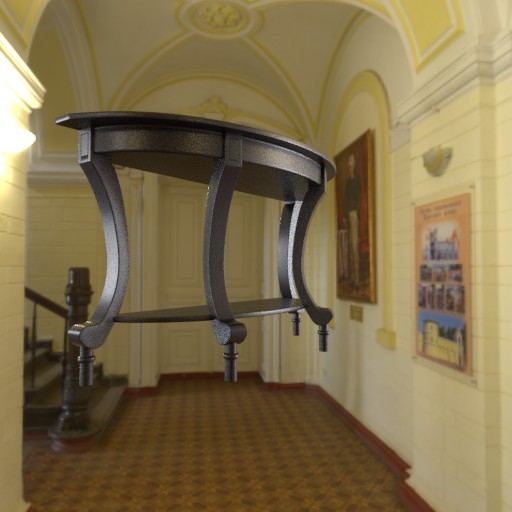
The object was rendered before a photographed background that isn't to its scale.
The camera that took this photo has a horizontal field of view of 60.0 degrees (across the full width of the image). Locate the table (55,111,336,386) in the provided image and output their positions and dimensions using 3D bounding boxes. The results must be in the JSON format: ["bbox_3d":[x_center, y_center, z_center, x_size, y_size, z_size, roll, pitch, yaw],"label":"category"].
[{"bbox_3d":[0.000,0.000,1.491,0.394,0.692,1.198,-1,-2,37],"label":"table"}]
